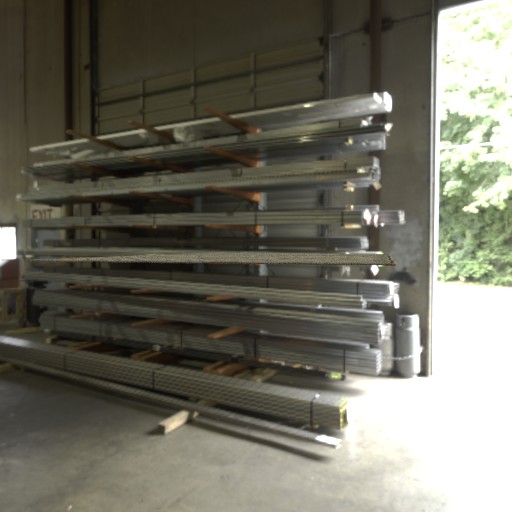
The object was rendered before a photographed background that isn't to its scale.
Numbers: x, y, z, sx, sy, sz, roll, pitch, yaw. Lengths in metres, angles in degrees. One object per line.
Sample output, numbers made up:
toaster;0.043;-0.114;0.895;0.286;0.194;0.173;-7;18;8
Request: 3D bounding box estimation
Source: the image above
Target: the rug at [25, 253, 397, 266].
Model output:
rug;0.000;0.000;3.341;1.964;0.025;2.455;0;1;16
